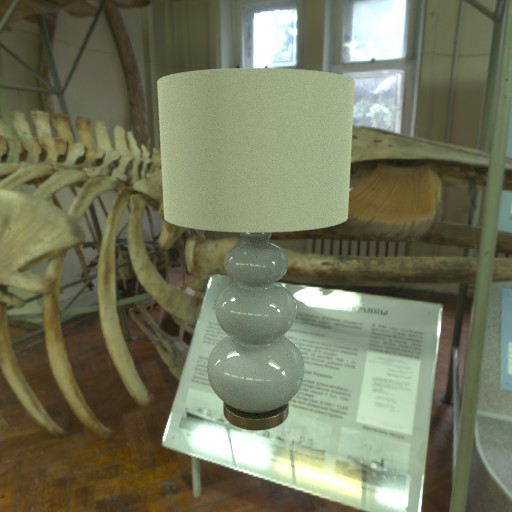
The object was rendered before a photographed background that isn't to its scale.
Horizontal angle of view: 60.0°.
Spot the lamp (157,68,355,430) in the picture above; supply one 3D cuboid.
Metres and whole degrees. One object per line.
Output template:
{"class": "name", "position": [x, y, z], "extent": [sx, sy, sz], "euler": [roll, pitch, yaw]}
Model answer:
{"class": "lamp", "position": [0.000, 0.000, 0.926], "extent": [0.367, 0.730, 0.367], "euler": [-2, 14, -8]}
